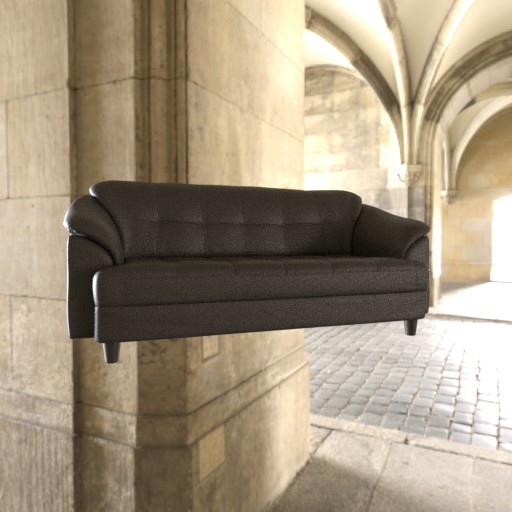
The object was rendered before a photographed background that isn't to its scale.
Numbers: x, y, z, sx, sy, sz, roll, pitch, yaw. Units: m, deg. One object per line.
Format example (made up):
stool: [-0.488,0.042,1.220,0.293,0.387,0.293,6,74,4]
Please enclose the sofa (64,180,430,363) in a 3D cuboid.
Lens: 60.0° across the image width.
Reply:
sofa: [0.000,0.000,2.313,1.829,0.811,0.800,-1,2,-20]
